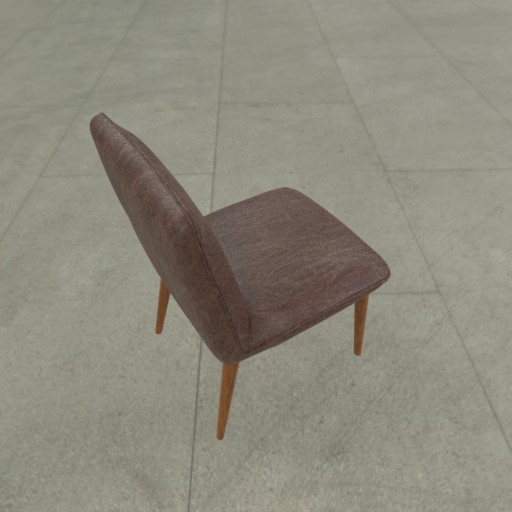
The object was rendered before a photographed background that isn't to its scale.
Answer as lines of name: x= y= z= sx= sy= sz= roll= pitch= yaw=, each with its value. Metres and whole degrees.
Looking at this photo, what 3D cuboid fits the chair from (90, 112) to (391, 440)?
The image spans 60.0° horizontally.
chair: x=0.000 y=0.000 z=1.229 sx=0.645 sy=0.803 sz=0.543 roll=-27 pitch=49 yaw=-26
